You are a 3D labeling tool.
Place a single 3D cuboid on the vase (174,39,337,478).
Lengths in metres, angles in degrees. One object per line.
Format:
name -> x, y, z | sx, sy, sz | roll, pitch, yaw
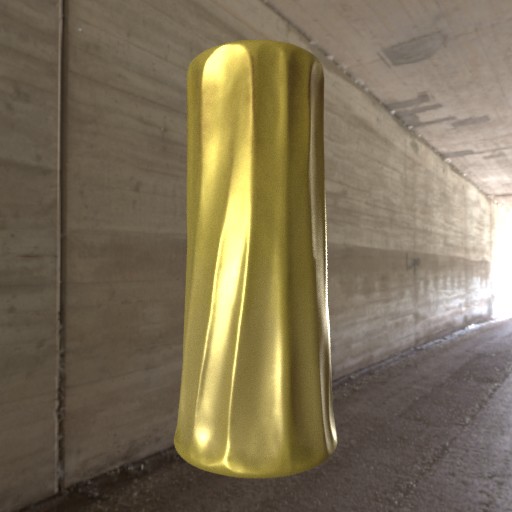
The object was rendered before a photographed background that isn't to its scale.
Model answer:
vase -> 0.000, 0.000, 0.170 | 0.061, 0.143, 0.061 | 0, -1, 0
